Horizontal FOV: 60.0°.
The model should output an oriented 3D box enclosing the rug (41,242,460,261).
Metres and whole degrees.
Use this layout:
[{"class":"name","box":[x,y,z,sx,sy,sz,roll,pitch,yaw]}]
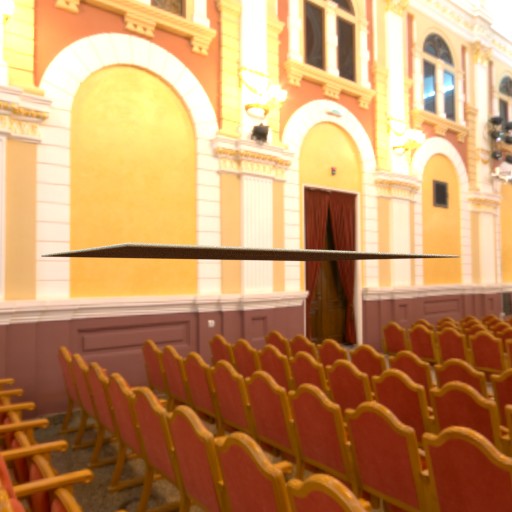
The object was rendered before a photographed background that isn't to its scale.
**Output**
[{"class":"rug","box":[0.000,0.000,2.329,1.840,0.012,1.219,1,-2,-37]}]
